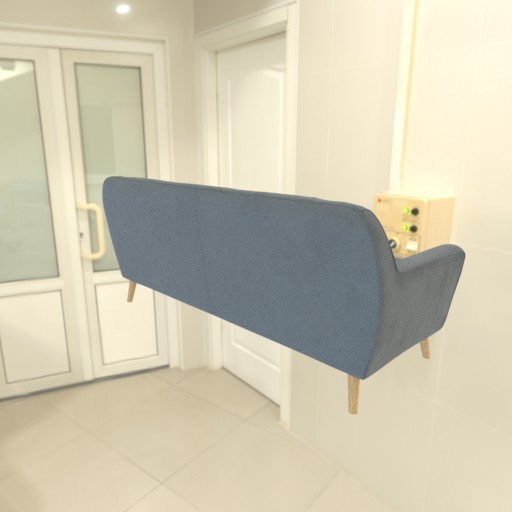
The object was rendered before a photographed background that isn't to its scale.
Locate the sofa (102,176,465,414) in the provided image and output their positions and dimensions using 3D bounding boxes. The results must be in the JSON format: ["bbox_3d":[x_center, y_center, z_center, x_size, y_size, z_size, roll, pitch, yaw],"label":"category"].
[{"bbox_3d":[0.000,0.000,2.463,0.841,0.832,1.975,-14,20,-43],"label":"sofa"}]
